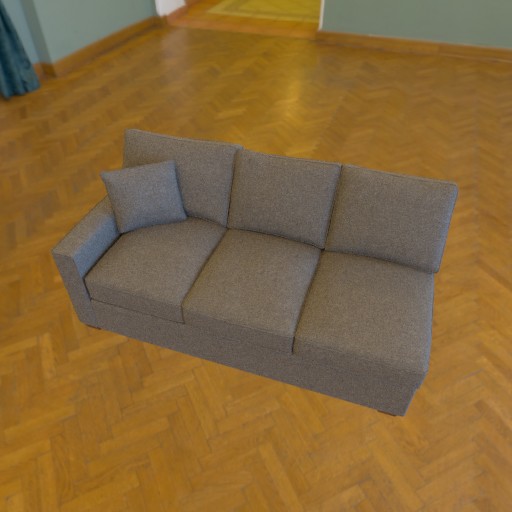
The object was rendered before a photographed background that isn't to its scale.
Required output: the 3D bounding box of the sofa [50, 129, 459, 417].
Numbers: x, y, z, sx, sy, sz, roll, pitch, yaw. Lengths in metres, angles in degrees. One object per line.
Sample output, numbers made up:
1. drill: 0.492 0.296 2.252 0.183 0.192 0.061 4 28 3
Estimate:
1. sofa: 0.000 0.000 2.532 1.963 0.946 1.034 13 43 14
